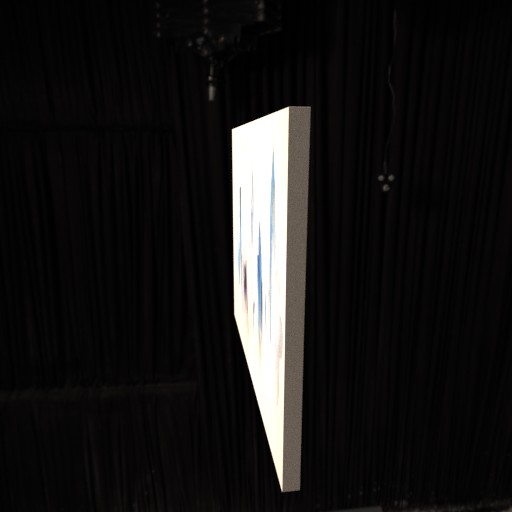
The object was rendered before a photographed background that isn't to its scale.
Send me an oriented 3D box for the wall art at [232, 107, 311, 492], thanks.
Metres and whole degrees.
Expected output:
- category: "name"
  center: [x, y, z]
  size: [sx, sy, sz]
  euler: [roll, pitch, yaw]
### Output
- category: "wall art"
  center: [0.000, 0.000, 1.321]
  size: [0.038, 0.762, 1.016]
  euler: [-2, 14, -8]
